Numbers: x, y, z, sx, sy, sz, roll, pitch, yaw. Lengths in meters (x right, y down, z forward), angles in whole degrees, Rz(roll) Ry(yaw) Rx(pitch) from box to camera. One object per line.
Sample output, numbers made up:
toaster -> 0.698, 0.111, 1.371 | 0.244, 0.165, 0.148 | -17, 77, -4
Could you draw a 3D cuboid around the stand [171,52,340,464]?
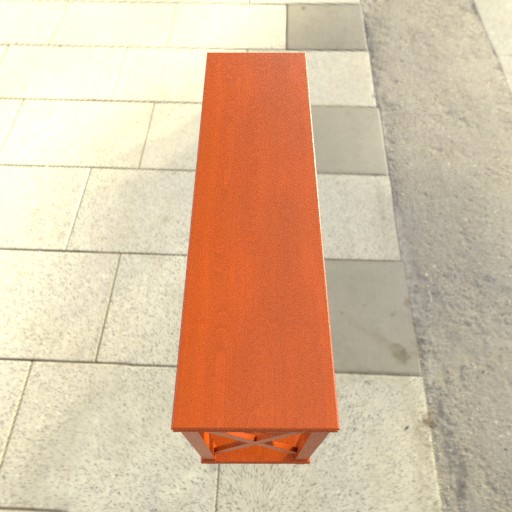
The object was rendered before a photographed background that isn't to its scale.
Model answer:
stand -> 0.000, 0.000, 1.676 | 0.381, 0.762, 1.372 | 0, 59, 0
